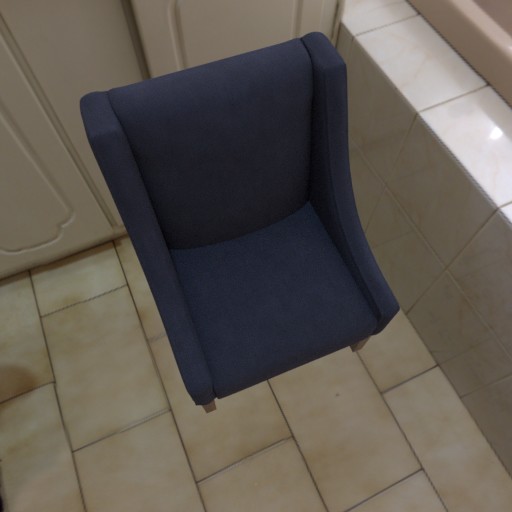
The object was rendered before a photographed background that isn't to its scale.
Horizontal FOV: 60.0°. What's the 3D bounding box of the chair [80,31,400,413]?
[{"bbox_3d":[0.000,0.000,1.294,0.629,0.895,0.629,-20,64,-10],"label":"chair"}]
